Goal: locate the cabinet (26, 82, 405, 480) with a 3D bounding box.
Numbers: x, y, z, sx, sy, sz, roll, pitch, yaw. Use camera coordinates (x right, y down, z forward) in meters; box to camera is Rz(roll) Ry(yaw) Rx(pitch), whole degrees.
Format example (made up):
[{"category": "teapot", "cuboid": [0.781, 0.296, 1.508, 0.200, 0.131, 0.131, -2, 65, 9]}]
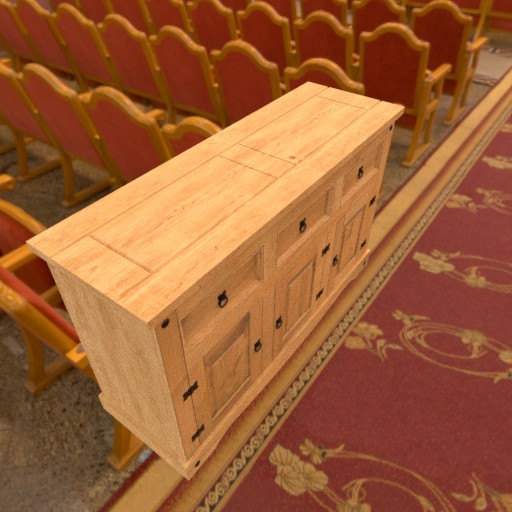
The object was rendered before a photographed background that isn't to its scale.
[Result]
[{"category": "cabinet", "cuboid": [0.000, 0.000, 1.661, 0.432, 0.810, 1.321, 26, 48, 26]}]
